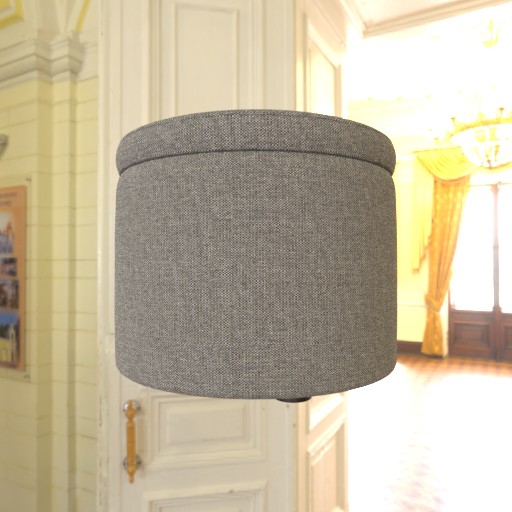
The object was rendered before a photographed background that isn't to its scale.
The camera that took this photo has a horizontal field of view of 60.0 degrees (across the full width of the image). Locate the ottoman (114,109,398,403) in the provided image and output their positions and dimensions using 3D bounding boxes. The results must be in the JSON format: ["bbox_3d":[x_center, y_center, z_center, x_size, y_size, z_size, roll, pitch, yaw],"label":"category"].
[{"bbox_3d":[0.000,0.000,0.856,0.520,0.430,0.520,0,-1,0],"label":"ottoman"}]
